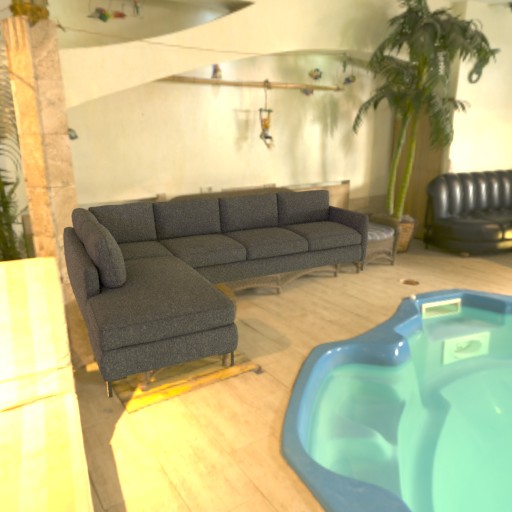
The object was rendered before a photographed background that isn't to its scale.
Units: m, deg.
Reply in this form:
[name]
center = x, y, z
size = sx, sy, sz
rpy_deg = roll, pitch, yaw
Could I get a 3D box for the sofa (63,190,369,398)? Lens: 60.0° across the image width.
[sofa]
center = 0.000, 0.000, 3.849
size = 2.949, 0.815, 2.007
rpy_deg = -8, 18, -27
